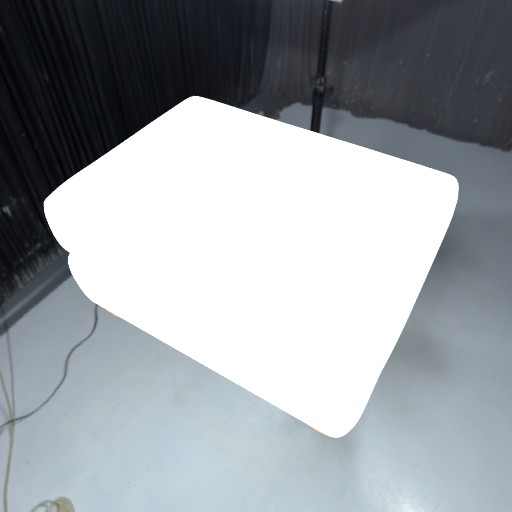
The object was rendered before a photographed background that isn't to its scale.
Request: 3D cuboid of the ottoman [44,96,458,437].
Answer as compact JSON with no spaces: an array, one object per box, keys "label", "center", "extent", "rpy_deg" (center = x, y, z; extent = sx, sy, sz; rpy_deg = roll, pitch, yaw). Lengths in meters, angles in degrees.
[{"label":"ottoman","center":[0.000,0.000,1.110],"extent":[0.773,0.499,0.569],"rpy_deg":[24,51,21]}]
